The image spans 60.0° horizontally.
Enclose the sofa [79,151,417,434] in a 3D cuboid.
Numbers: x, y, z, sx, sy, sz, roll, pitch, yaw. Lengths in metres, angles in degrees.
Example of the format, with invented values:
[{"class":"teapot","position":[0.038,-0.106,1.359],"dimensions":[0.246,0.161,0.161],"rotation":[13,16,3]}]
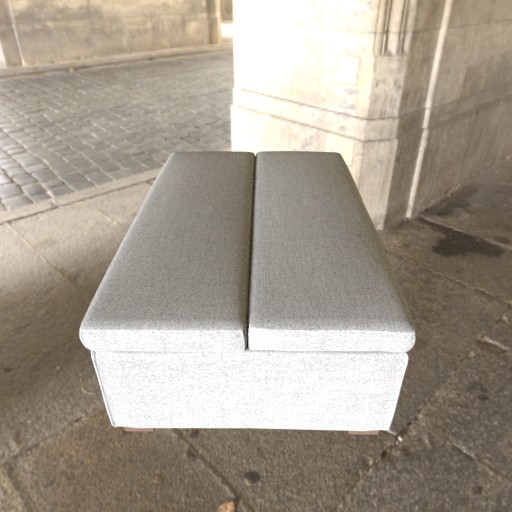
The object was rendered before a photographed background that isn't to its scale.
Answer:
[{"class":"sofa","position":[0.000,0.000,1.634],"dimensions":[0.817,0.434,1.250],"rotation":[0,32,1]}]
